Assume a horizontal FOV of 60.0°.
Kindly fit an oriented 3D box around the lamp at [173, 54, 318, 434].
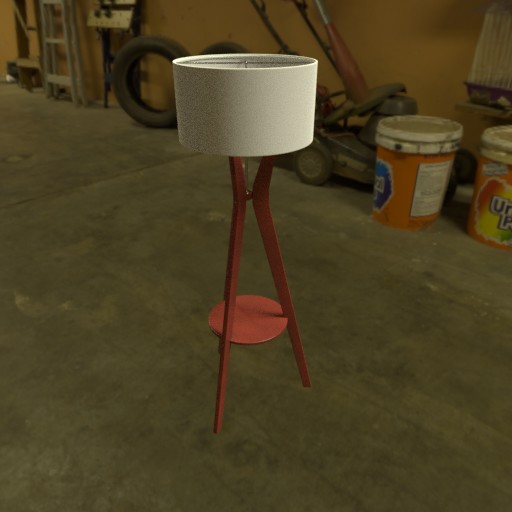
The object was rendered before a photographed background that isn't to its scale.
[{"bbox_3d":[0.000,0.000,1.815,0.542,1.472,0.539,-1,29,-2],"label":"lamp"}]
